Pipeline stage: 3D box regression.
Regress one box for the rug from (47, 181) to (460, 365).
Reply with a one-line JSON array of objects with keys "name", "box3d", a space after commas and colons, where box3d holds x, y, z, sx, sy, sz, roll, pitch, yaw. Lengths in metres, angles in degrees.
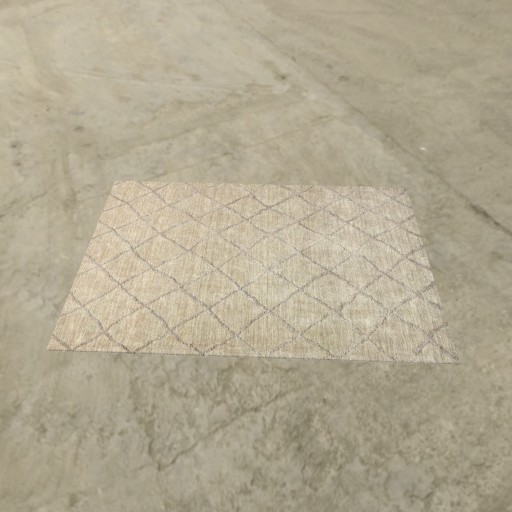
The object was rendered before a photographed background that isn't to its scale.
[{"name": "rug", "box3d": [0.000, 0.000, 2.956, 2.280, 0.015, 1.521, 2, 47, 1]}]
